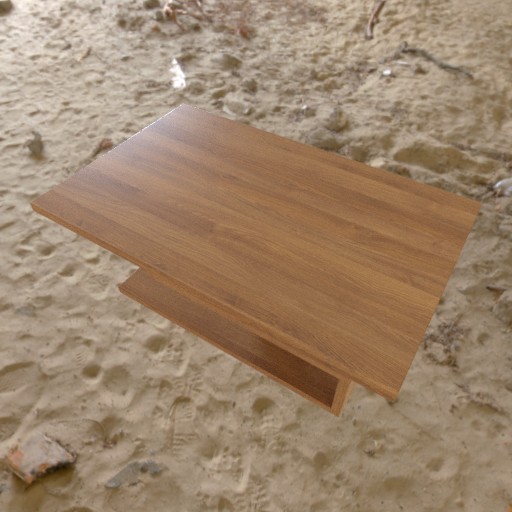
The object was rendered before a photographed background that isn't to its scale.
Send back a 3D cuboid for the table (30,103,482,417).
[{"bbox_3d":[0.000,0.000,1.435,1.100,0.442,0.700,25,51,22],"label":"table"}]
